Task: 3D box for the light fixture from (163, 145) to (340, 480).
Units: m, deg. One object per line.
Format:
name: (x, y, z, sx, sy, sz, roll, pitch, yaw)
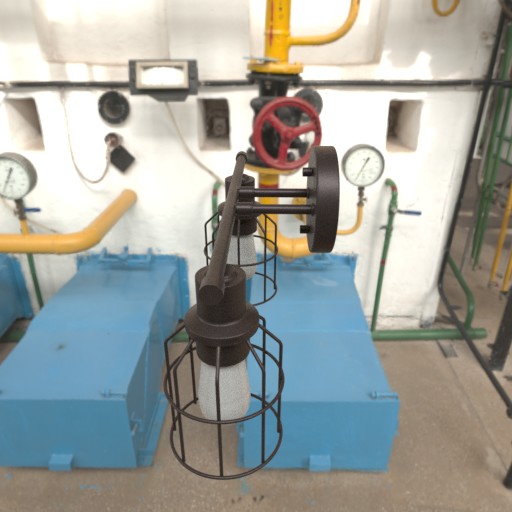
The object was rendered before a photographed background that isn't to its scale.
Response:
light fixture: (0.000, 0.000, 0.518, 0.165, 0.254, 0.406, 1, 26, 1)
